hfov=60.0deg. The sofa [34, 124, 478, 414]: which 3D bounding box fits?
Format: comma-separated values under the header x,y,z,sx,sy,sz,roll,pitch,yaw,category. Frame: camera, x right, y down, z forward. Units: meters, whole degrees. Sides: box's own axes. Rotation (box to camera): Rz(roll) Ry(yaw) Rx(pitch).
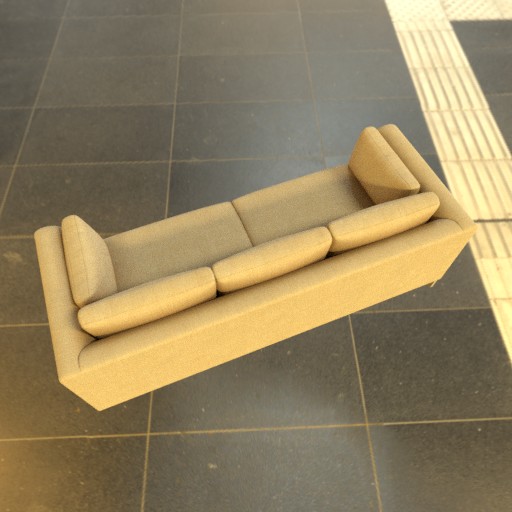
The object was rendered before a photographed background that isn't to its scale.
x,y,z,sx,sy,sz,roll,pitch,yaw,category
0.000,0.000,2.844,2.415,0.867,0.969,-19,60,-11,sofa
